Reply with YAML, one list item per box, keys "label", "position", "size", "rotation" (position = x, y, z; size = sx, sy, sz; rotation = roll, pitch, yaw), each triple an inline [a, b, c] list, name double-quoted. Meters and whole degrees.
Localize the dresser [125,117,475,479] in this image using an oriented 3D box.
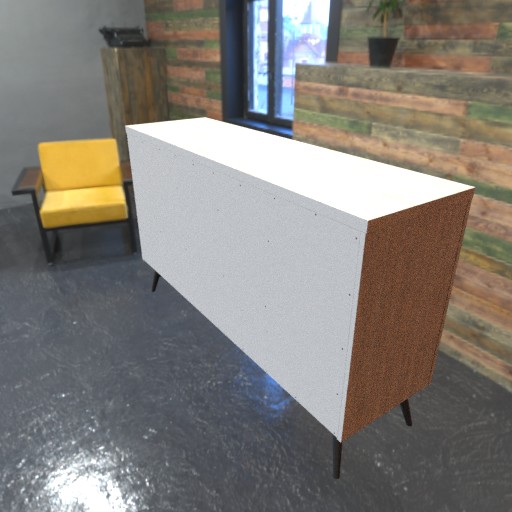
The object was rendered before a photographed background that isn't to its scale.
- label: "dresser"
  position: [0.000, 0.000, 1.889]
  size: [0.457, 0.914, 1.524]
  rotation: [-17, 31, -31]
